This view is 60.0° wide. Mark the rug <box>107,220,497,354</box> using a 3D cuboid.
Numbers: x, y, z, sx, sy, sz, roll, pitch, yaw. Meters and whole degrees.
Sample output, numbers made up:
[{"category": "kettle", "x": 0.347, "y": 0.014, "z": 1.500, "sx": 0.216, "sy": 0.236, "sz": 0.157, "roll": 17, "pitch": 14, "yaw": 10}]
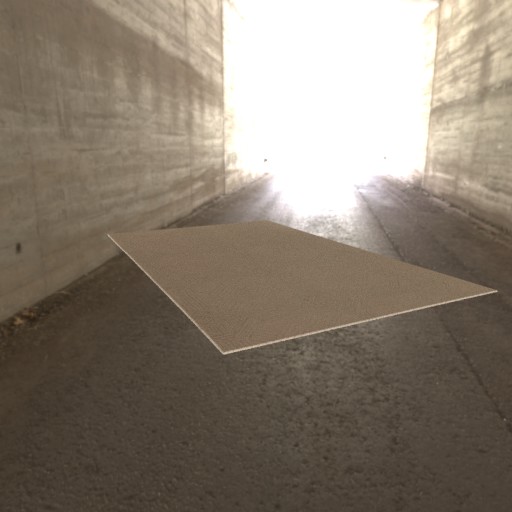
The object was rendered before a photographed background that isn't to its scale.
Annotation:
[{"category": "rug", "x": 0.000, "y": 0.000, "z": 2.976, "sx": 1.524, "sy": 0.008, "sz": 2.440, "roll": -7, "pitch": 16, "yaw": -26}]
